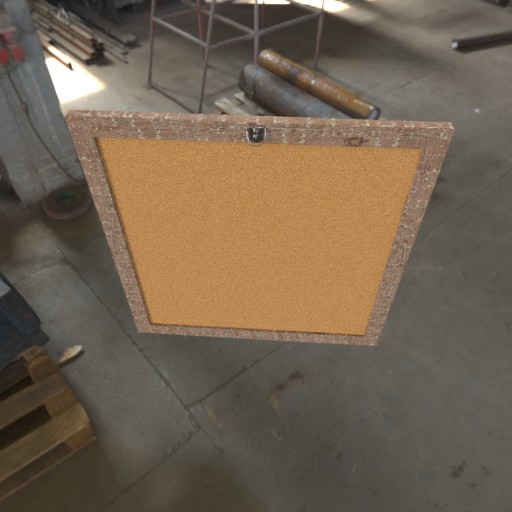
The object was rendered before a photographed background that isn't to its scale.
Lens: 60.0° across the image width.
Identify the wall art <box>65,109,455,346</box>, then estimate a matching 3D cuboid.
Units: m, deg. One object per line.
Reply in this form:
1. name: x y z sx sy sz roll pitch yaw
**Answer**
1. wall art: 0.000 0.000 0.570 0.380 0.380 0.022 3 46 3
